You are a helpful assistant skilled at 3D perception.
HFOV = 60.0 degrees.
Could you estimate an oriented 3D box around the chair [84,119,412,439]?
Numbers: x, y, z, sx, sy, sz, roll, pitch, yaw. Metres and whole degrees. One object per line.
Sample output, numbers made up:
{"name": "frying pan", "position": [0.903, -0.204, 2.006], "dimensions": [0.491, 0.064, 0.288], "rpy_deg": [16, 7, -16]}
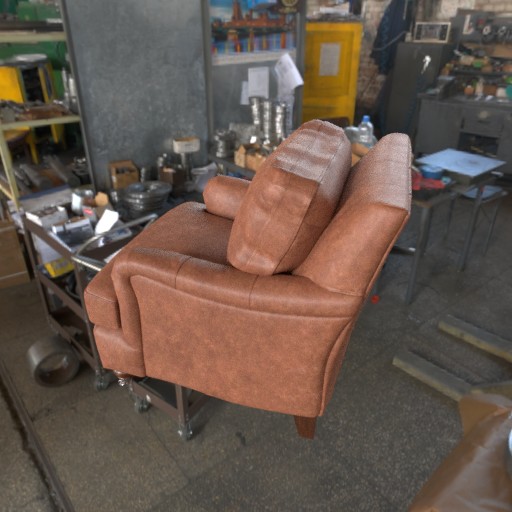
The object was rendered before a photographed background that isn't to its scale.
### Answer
{"name": "chair", "position": [0.000, 0.000, 1.935], "dimensions": [1.158, 1.055, 0.986], "rpy_deg": [8, 30, 15]}
